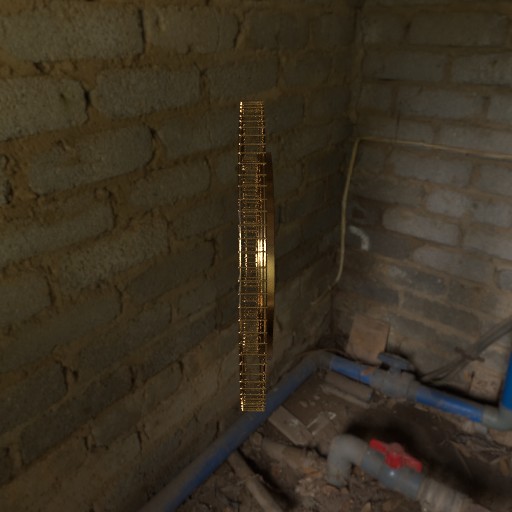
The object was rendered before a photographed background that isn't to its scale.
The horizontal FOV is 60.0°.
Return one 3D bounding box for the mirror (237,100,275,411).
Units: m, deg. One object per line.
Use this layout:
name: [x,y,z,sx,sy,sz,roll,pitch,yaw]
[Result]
mirror: [0.000,0.000,1.062,0.067,0.703,0.703,0,27,0]
